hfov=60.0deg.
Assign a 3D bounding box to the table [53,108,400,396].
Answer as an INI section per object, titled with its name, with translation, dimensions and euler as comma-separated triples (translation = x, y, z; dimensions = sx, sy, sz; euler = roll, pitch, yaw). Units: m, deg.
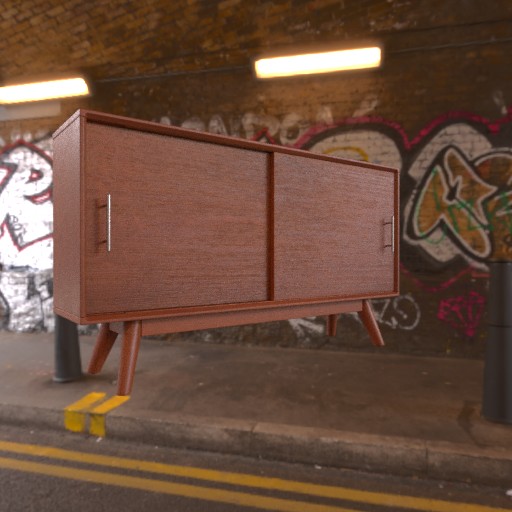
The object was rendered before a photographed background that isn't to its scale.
[table]
translation = 0.000, 0.000, 1.506
dimensions = 1.220, 0.698, 0.308
euler = 0, 0, -36
